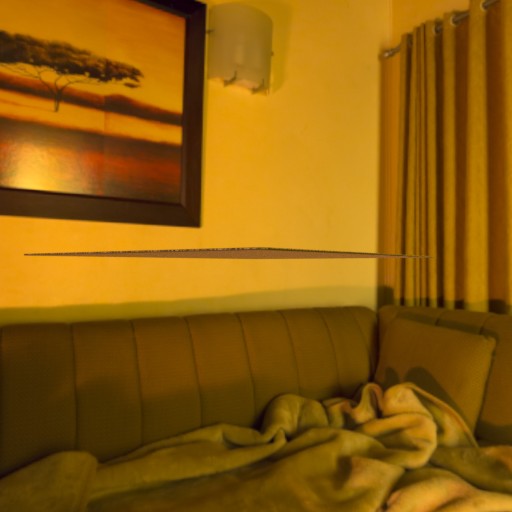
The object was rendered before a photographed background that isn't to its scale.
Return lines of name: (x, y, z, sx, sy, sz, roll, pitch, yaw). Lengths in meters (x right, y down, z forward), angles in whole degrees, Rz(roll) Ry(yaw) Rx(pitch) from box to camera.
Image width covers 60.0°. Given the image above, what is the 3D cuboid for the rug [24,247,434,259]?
rug: (0.000, 0.000, 4.206, 2.439, 0.014, 3.207, -1, -1, 36)
